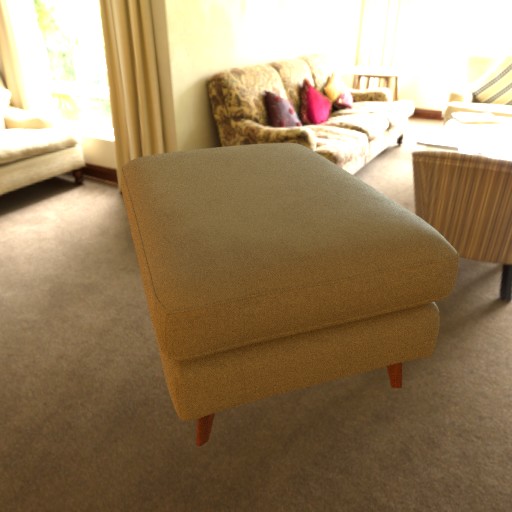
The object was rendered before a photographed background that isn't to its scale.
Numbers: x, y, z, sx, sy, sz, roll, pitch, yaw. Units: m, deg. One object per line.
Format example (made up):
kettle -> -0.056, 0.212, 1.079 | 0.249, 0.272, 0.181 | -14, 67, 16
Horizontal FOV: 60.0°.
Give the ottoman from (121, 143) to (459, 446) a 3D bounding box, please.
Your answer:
ottoman -> 0.000, 0.000, 1.168 | 0.608, 0.449, 0.811 | -10, 31, -17
